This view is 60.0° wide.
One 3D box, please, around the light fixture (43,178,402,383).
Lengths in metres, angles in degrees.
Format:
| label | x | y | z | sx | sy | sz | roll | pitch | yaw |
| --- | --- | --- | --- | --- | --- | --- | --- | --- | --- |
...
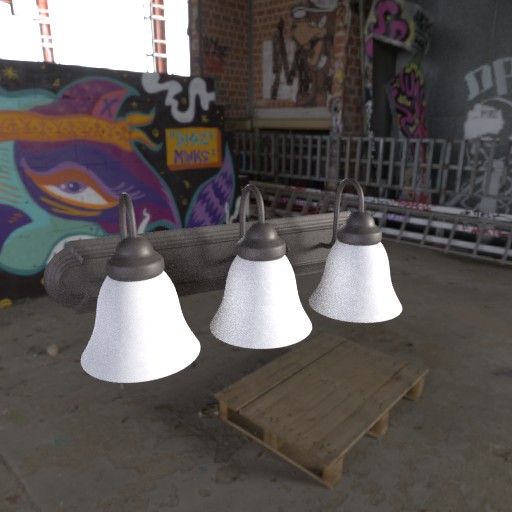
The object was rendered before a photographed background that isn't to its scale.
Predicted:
| label | x | y | z | sx | sy | sz | roll | pitch | yaw |
| --- | --- | --- | --- | --- | --- | --- | --- | --- | --- |
| light fixture | 0.000 | 0.000 | 0.702 | 0.610 | 0.222 | 0.199 | -8 | 18 | -26 |
